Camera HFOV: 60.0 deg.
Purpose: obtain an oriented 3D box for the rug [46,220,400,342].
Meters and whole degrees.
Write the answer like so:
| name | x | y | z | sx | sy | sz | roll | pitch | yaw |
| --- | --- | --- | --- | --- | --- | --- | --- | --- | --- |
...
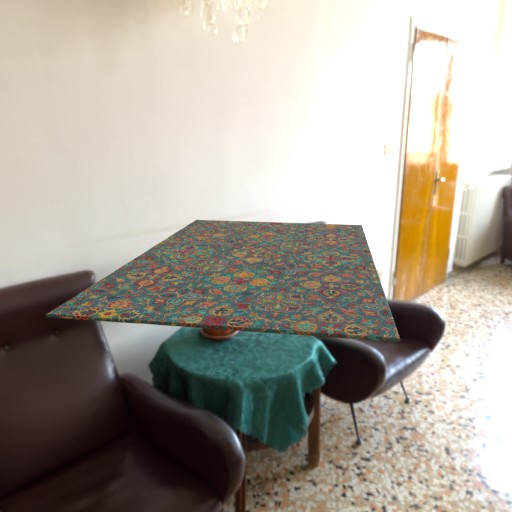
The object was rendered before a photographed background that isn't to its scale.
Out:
| name | x | y | z | sx | sy | sz | roll | pitch | yaw |
| --- | --- | --- | --- | --- | --- | --- | --- | --- | --- |
| rug | 0.000 | 0.000 | 2.352 | 1.216 | 0.014 | 1.836 | 2 | 16 | 9 |
